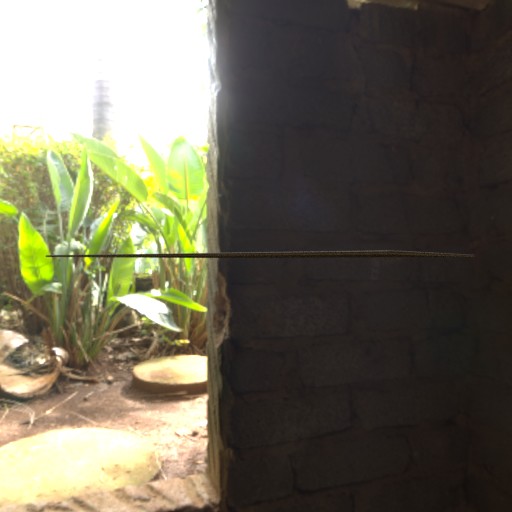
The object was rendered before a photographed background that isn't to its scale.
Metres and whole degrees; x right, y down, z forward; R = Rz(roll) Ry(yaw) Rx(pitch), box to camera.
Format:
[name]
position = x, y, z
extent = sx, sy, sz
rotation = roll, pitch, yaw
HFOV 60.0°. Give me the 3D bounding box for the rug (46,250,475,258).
[rug]
position = 0.000, 0.000, 2.260
extent = 1.829, 0.010, 1.219
rotation = 0, -1, 36
